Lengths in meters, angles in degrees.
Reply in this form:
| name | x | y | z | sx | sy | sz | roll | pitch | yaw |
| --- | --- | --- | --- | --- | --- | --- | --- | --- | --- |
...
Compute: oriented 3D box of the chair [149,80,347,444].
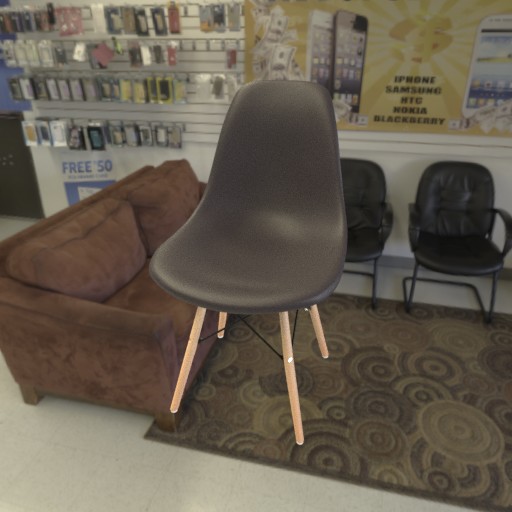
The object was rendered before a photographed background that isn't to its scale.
| name | x | y | z | sx | sy | sz | roll | pitch | yaw |
| --- | --- | --- | --- | --- | --- | --- | --- | --- | --- |
| chair | 0.000 | 0.000 | 1.168 | 0.470 | 0.825 | 0.533 | 8 | 27 | 16 |
